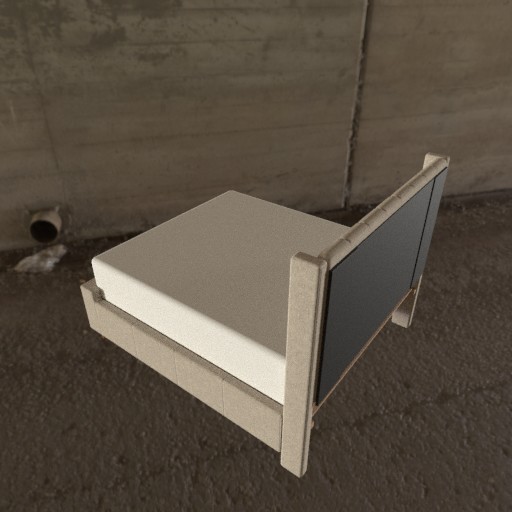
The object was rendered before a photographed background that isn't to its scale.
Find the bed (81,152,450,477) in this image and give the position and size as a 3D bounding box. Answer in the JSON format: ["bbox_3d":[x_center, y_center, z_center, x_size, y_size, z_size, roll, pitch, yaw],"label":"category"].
[{"bbox_3d":[0.000,0.000,3.872,2.370,1.743,2.045,22,38,31],"label":"bed"}]
